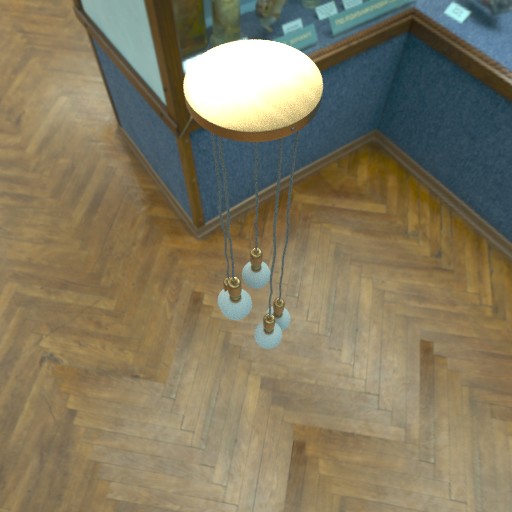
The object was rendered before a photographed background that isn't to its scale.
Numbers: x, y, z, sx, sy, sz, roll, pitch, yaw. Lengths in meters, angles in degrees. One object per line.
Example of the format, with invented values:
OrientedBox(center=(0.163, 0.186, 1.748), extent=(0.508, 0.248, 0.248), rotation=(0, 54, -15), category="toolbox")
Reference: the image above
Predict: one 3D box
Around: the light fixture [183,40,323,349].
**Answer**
OrientedBox(center=(0.000, 0.000, 0.499), extent=(0.108, 0.457, 0.105), rotation=(-29, 63, -16), category="light fixture")
